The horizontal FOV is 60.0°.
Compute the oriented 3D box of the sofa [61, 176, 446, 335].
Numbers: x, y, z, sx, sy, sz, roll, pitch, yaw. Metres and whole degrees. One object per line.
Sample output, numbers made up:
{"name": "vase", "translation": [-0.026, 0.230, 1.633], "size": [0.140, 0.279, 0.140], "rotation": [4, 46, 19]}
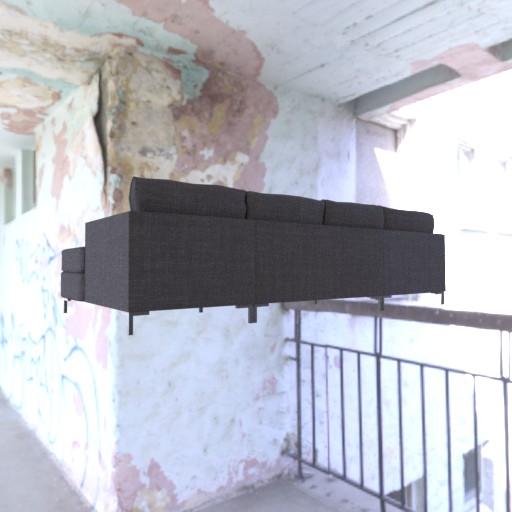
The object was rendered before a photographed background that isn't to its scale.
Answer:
{"name": "sofa", "translation": [0.000, 0.000, 4.388], "size": [3.423, 0.999, 2.048], "rotation": [1, -1, -36]}
